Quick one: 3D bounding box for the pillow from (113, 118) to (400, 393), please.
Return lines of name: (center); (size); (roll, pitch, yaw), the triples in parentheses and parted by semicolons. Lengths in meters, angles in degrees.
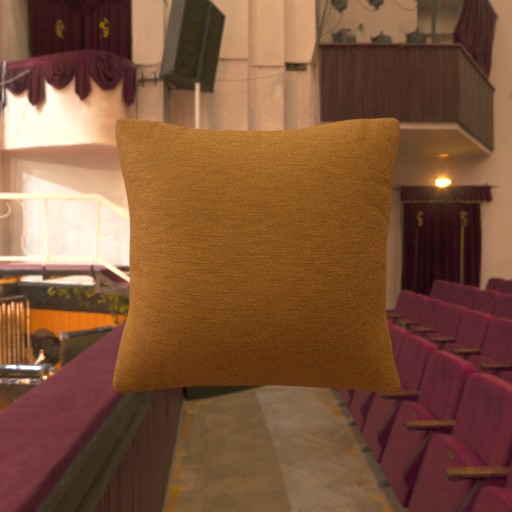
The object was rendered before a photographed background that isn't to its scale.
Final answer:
pillow: (0.000, 0.000, 0.674); (0.435, 0.417, 0.247); (0, 1, 1)
